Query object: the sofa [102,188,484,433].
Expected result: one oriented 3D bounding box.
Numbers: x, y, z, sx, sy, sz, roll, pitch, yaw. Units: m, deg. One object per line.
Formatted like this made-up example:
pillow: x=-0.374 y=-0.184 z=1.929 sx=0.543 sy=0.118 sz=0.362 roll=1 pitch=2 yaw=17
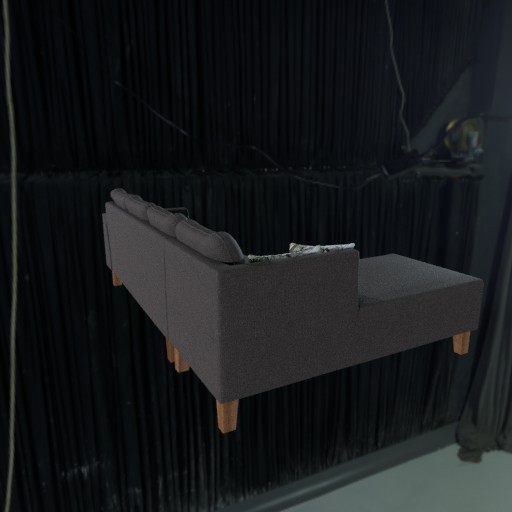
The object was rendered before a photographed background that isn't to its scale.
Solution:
sofa: x=0.000 y=0.000 z=3.479 sx=1.829 sy=0.932 sz=2.679 roll=-8 pitch=16 yaw=-27
